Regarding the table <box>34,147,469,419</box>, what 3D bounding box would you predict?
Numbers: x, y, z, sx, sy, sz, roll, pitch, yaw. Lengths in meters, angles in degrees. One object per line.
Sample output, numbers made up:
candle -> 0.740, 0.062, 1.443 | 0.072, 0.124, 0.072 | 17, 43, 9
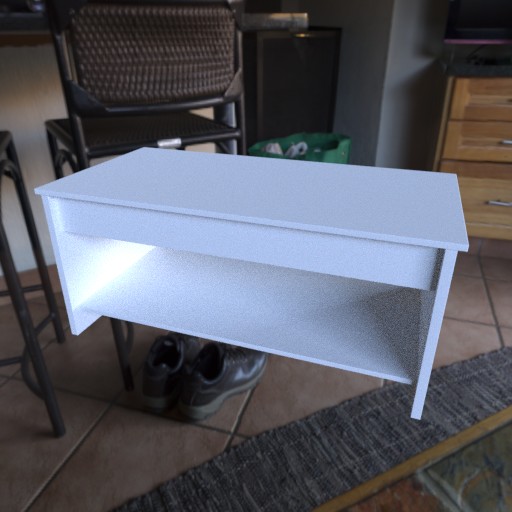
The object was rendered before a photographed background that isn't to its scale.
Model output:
table -> 0.000, 0.000, 1.265 | 1.000, 0.441, 0.500 | 9, 28, 18
